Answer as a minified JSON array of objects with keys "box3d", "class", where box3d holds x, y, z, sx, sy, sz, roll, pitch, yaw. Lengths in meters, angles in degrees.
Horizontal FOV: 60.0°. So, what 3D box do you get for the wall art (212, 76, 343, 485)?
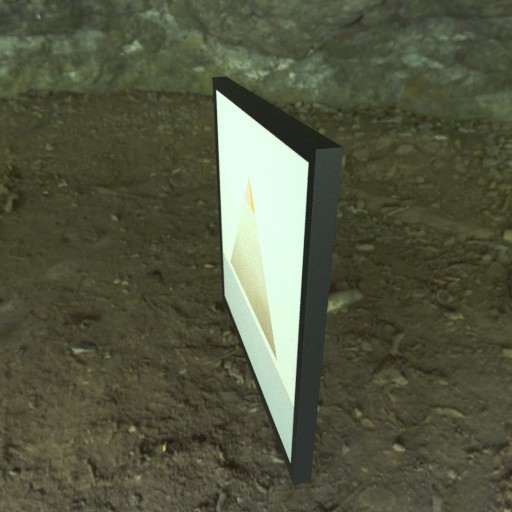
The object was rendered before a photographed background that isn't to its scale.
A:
[{"box3d":[0.000,0.000,0.759,0.028,0.511,0.513,-8,30,-14],"class":"wall art"}]
